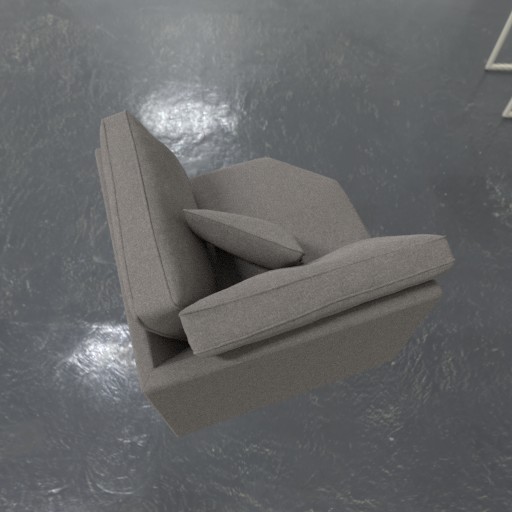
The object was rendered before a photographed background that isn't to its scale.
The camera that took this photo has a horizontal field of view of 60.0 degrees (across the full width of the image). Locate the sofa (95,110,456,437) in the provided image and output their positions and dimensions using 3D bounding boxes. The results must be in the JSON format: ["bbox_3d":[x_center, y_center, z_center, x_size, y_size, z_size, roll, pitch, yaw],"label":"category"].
[{"bbox_3d":[0.000,0.000,1.883,1.050,0.951,1.042,-16,59,-10],"label":"sofa"}]
